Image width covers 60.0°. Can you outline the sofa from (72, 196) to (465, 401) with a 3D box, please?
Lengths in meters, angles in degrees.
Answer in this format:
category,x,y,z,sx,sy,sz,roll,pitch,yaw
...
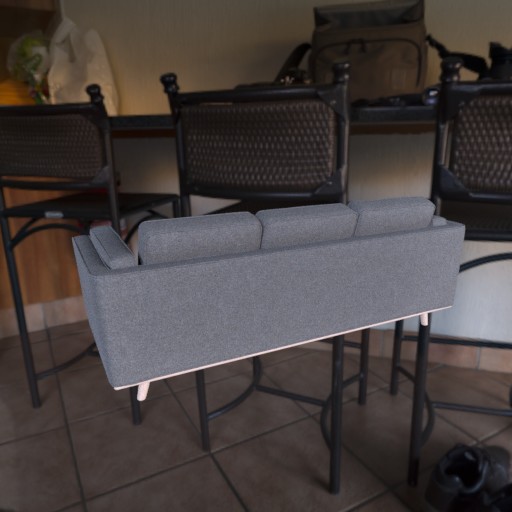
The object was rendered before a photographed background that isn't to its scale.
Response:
category,x,y,z,sx,sy,sz,roll,pitch,yaw
sofa,0.000,0.000,3.193,2.411,0.929,1.604,-8,18,-26
